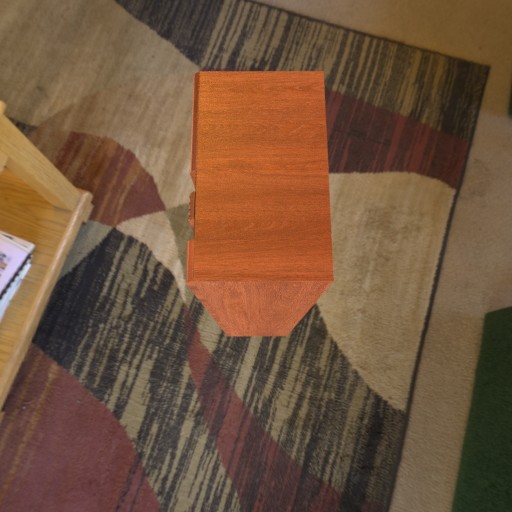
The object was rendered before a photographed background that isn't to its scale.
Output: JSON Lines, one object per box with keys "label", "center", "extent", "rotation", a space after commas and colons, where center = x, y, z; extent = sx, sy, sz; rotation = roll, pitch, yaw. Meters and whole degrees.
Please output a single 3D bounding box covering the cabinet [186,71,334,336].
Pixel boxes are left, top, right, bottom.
{"label": "cabinet", "center": [0.000, 0.000, 2.242], "extent": [0.420, 1.980, 0.660], "rotation": [0, 75, 0]}
